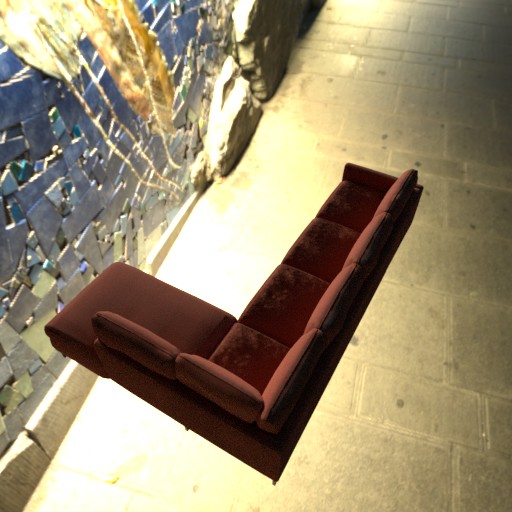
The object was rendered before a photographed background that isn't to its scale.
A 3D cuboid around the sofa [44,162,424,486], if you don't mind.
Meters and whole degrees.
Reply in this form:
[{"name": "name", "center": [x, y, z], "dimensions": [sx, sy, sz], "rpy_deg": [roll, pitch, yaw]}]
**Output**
[{"name": "sofa", "center": [0.000, 0.000, 3.567], "dimensions": [1.879, 0.757, 2.736], "rpy_deg": [23, 50, 21]}]
